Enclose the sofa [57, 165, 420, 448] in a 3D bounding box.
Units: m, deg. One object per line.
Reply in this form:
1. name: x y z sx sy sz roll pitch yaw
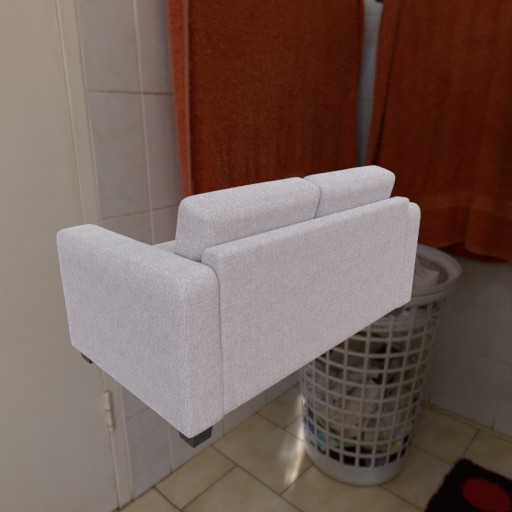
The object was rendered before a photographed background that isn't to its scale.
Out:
1. sofa: 0.000 0.000 2.098 0.900 0.800 1.540 17 25 42
